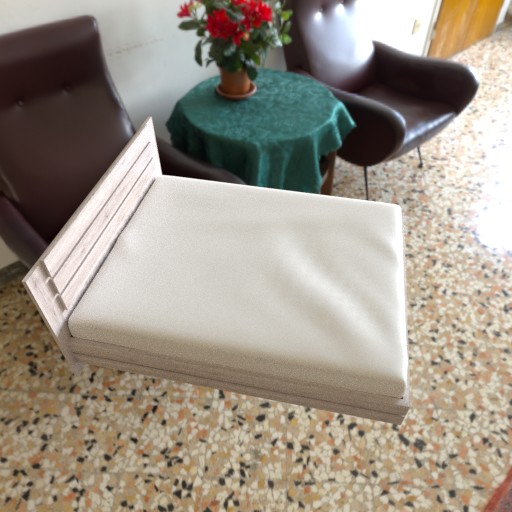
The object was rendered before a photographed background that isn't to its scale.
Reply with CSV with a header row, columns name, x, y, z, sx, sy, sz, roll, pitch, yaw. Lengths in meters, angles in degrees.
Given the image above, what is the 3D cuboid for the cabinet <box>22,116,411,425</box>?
name,x,y,z,sx,sy,sz,roll,pitch,yaw
cabinet,0.000,0.000,3.048,2.080,0.970,1.750,8,46,8
